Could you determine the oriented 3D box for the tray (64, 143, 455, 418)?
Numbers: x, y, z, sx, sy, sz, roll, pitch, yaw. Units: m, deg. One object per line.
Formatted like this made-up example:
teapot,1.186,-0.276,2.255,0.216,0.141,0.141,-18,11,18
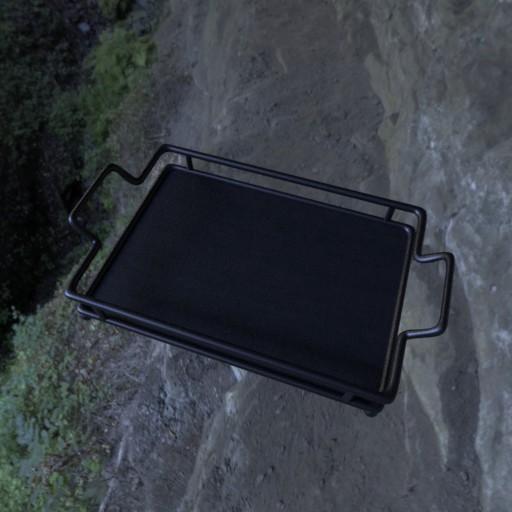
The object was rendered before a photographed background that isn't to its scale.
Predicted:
tray,0.000,0.000,0.611,0.495,0.101,0.297,16,58,10
